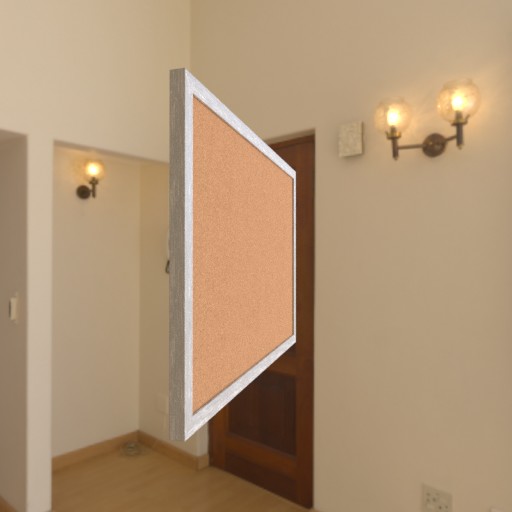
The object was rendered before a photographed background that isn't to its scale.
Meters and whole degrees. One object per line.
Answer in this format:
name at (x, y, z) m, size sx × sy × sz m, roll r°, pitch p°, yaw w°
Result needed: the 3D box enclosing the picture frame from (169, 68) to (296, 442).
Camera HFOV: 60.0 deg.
picture frame at (0.000, 0.000, 1.218) m, size 0.029 × 0.640 × 0.950 m, roll 0°, pitch 0°, yaw 17°
